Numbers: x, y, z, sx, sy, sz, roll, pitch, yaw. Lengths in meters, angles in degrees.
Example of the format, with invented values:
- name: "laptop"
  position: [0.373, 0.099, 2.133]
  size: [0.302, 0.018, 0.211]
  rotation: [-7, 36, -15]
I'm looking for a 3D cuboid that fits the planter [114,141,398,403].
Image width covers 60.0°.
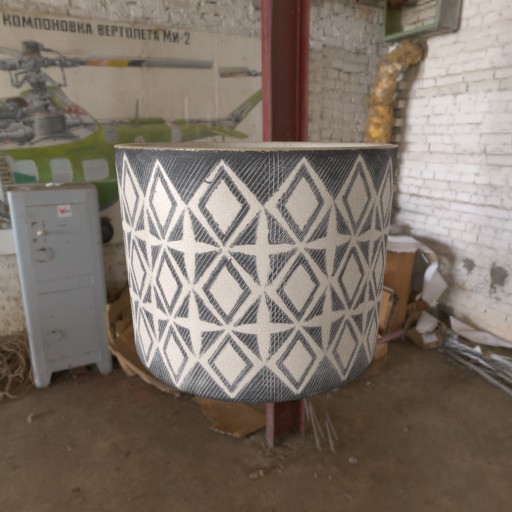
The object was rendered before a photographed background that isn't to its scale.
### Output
- name: "planter"
  position: [0.000, 0.000, 0.335]
  size: [0.192, 0.165, 0.192]
  rotation: [0, 15, 0]
